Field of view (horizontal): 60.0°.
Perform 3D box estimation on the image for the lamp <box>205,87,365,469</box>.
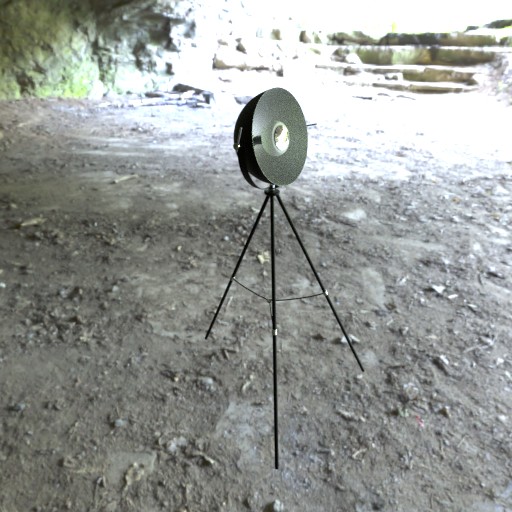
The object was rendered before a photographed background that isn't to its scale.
[{"bbox_3d":[0.000,0.000,2.101,0.920,1.512,0.817,19,33,32],"label":"lamp"}]
